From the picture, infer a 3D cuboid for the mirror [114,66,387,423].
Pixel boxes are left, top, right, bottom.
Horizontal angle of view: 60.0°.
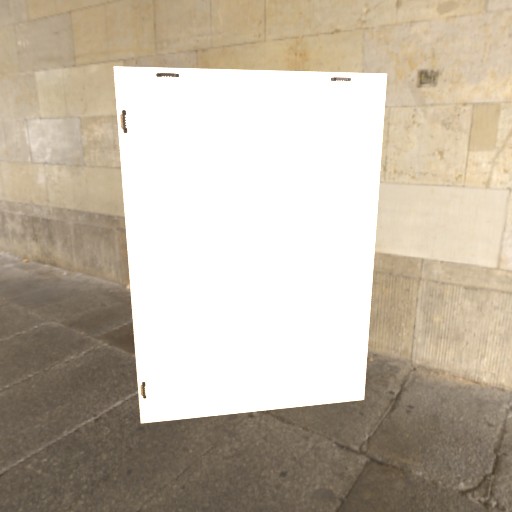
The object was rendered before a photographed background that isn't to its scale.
[{"bbox_3d":[0.000,0.000,0.916,0.507,0.710,0.040,-3,15,-10],"label":"mirror"}]
